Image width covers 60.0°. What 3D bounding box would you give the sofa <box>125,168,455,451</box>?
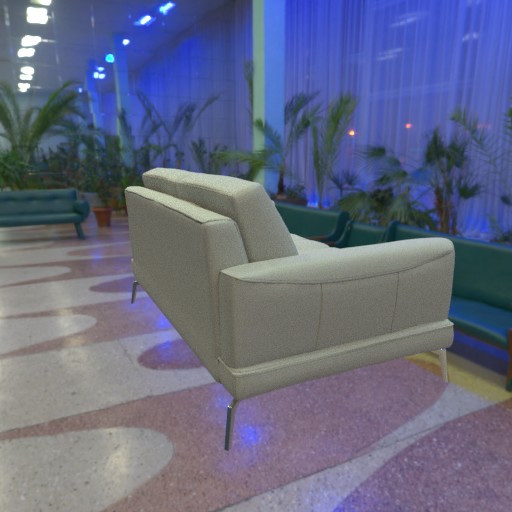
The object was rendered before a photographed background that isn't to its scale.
[{"bbox_3d":[0.000,0.000,2.451,1.121,0.930,1.819,-7,15,-25],"label":"sofa"}]
